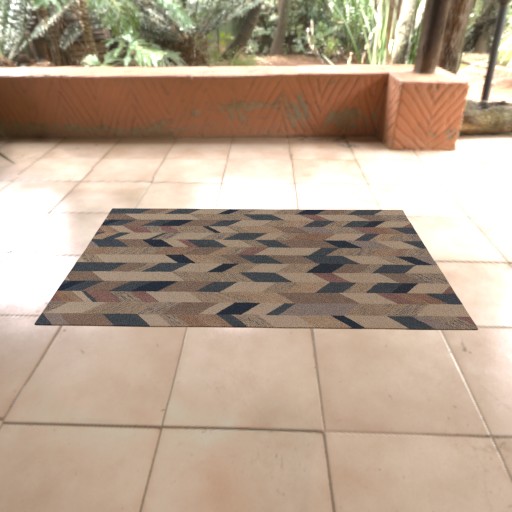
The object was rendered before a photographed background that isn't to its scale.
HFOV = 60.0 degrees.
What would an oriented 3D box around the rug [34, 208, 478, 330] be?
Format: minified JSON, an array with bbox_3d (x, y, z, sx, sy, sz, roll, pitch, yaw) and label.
[{"bbox_3d":[0.000,0.000,3.051,2.423,0.008,1.513,0,31,1],"label":"rug"}]
